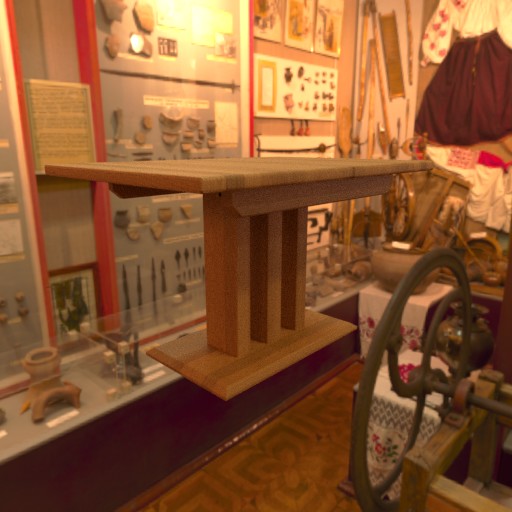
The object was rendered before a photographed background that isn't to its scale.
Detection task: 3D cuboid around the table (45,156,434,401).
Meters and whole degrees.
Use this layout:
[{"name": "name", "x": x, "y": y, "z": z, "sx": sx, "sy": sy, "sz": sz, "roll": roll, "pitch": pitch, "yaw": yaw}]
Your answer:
[{"name": "table", "x": 0.000, "y": 0.000, "z": 1.861, "sx": 0.900, "sy": 0.770, "sz": 1.300, "roll": 13, "pitch": 20, "yaw": 42}]
